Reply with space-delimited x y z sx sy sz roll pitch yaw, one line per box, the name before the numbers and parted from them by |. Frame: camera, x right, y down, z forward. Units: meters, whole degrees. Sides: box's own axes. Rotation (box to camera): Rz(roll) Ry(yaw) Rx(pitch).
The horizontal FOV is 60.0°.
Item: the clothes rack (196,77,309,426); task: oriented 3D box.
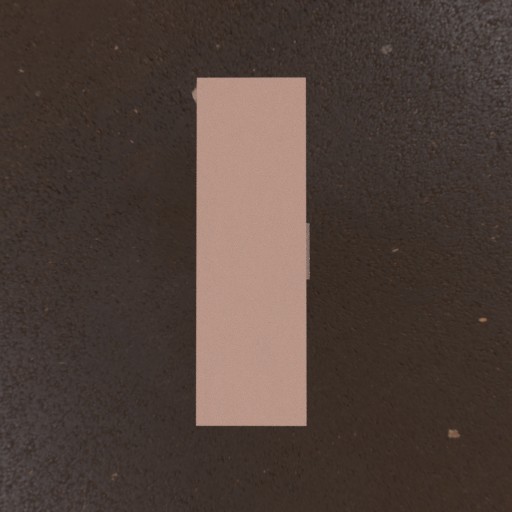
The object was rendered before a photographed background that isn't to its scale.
clothes rack | 0.000 0.000 1.594 0.250 1.280 0.750 0 89 0
